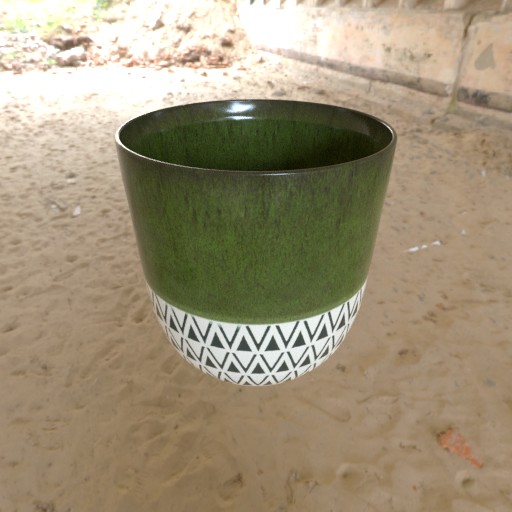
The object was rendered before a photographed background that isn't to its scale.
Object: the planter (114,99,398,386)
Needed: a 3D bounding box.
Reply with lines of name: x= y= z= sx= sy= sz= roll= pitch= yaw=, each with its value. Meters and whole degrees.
planter: x=0.000 y=0.000 z=0.465 sx=0.245 sy=0.270 sz=0.245 roll=0 pitch=30 yaw=0
